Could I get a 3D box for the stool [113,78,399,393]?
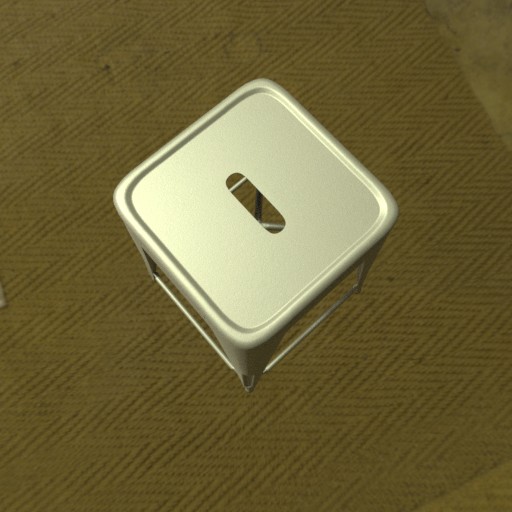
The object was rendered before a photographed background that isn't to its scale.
[{"bbox_3d":[0.000,0.000,0.902,0.406,0.610,0.406,-41,79,-9],"label":"stool"}]
